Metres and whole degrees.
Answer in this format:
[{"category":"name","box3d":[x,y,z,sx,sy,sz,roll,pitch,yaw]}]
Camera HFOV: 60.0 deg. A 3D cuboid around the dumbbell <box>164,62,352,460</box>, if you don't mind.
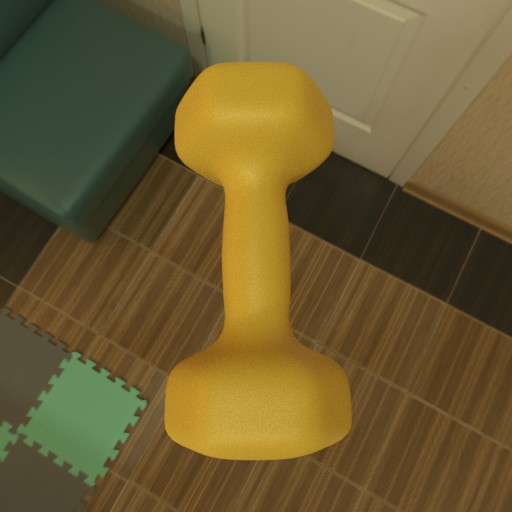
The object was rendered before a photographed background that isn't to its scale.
[{"category":"dumbbell","box3d":[0.000,0.000,0.230,0.090,0.082,0.190,0,76,0]}]
